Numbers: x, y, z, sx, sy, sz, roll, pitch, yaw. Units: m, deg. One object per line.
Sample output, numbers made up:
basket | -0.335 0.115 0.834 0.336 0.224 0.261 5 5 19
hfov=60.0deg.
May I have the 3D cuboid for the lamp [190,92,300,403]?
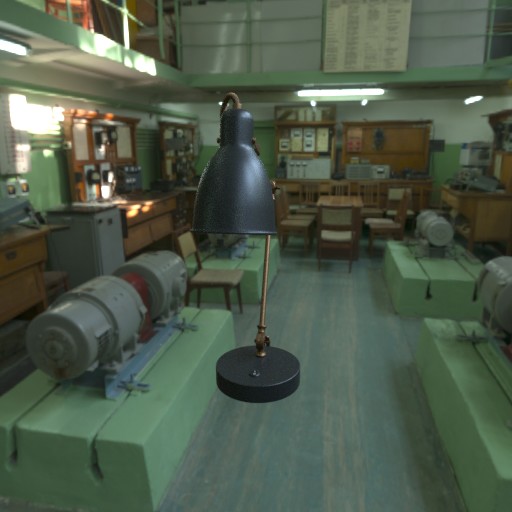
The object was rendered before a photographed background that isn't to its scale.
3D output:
lamp | 0.000 0.000 0.891 0.187 0.587 0.561 2 14 8
